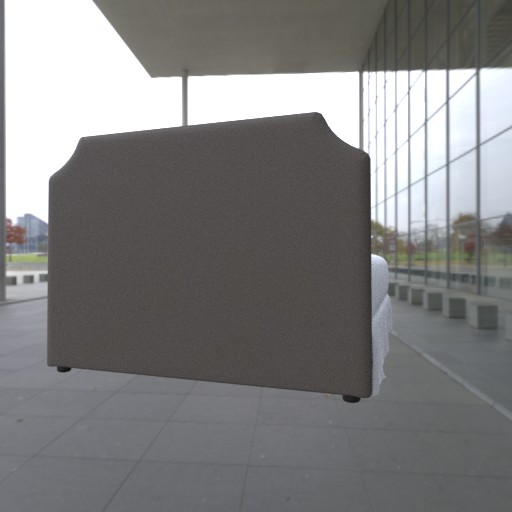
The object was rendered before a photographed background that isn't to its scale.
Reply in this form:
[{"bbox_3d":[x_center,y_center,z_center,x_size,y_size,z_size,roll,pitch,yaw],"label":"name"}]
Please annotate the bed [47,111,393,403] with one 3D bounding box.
[{"bbox_3d":[0.000,0.000,3.800,2.194,1.561,2.536,0,0,19],"label":"bed"}]
